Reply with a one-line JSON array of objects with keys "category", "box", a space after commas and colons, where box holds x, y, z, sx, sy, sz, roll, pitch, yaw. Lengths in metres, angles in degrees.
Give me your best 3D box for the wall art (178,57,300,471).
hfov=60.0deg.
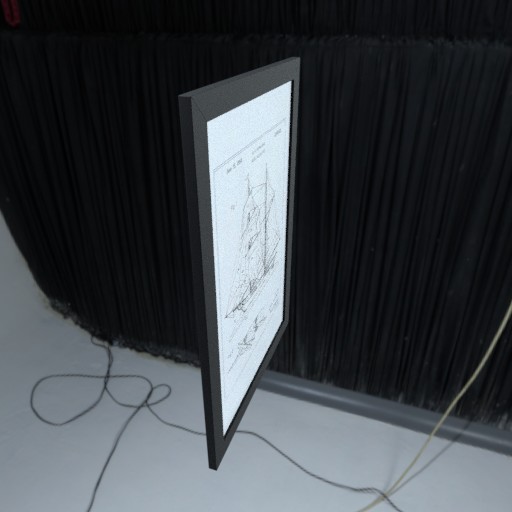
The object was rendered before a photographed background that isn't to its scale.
[{"category": "wall art", "box": [0.000, 0.000, 0.592, 0.011, 0.459, 0.326, 10, 31, 17]}]
